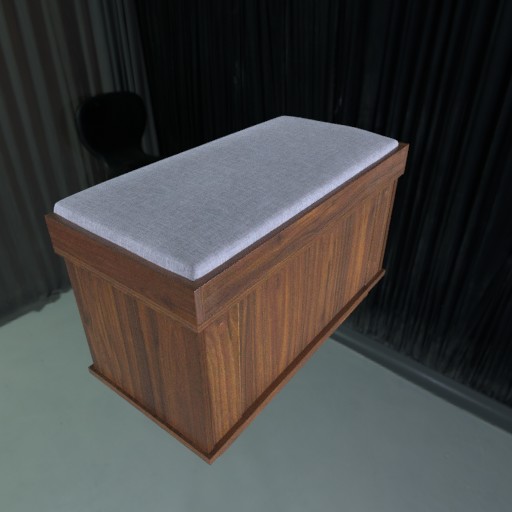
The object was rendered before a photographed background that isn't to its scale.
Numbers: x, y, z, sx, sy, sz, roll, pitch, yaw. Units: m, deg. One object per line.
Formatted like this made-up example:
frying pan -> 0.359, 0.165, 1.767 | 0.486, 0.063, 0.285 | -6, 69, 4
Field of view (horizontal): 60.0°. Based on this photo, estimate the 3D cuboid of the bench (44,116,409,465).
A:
bench -> 0.000, 0.000, 1.016 | 0.362, 0.461, 0.734 | 22, 39, 31
